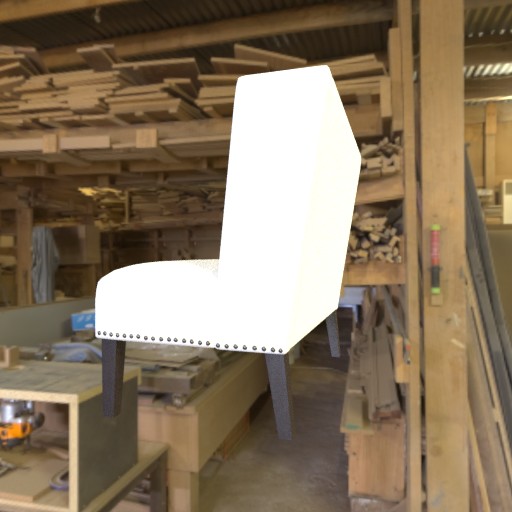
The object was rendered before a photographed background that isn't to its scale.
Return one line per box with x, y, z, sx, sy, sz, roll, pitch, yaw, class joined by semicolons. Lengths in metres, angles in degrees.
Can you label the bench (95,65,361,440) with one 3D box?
0.000;0.000;2.017;0.847;1.123;1.280;0;0;18;bench
